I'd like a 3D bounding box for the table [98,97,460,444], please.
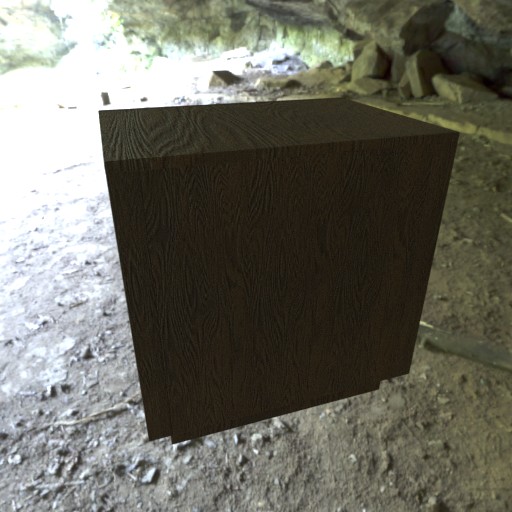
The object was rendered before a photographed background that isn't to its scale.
[{"bbox_3d":[0.000,0.000,0.968,0.560,0.585,0.439,-9,29,-16],"label":"table"}]
